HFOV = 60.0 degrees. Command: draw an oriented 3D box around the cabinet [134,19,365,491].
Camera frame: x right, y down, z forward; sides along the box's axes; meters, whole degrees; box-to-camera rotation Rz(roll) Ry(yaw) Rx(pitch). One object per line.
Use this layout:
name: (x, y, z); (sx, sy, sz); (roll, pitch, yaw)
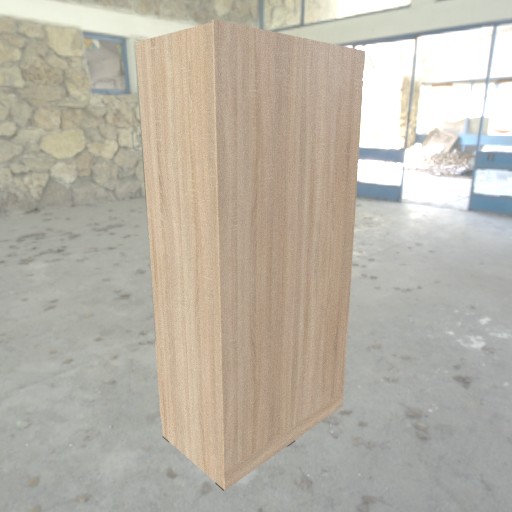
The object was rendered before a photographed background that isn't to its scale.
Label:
cabinet: (0.000, 0.000, 2.448); (1.001, 2.121, 0.590); (-15, 22, -42)
